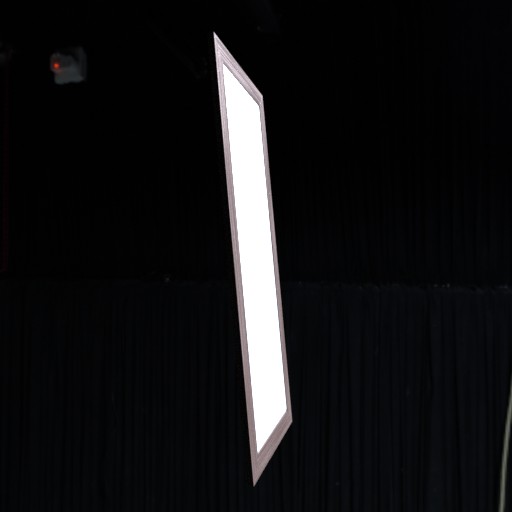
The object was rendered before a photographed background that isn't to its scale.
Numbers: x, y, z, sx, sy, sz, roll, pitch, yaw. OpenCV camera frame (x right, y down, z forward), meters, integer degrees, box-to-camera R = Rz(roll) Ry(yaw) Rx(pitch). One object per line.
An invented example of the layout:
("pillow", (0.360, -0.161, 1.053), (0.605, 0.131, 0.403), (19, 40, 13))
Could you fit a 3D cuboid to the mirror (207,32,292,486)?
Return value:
("mirror", (0.000, 0.000, 2.360), (0.221, 2.020, 0.812), (0, -1, 16))
